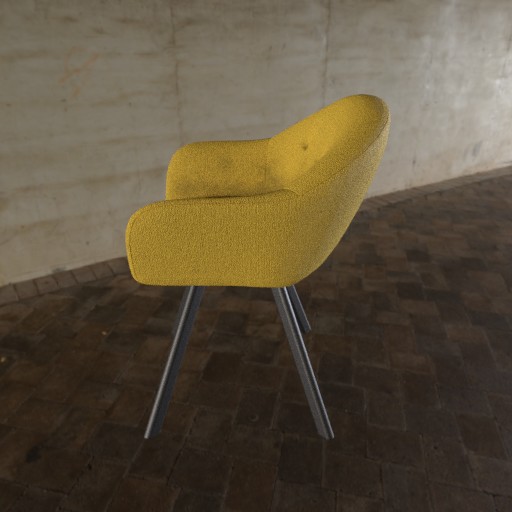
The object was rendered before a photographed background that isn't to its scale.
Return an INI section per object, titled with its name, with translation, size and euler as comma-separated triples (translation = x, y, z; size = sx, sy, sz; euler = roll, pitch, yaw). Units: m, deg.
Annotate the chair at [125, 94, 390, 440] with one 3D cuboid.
[chair]
translation = 0.000, 0.000, 1.132
size = 0.565, 0.775, 0.545
euler = 0, 25, -1
